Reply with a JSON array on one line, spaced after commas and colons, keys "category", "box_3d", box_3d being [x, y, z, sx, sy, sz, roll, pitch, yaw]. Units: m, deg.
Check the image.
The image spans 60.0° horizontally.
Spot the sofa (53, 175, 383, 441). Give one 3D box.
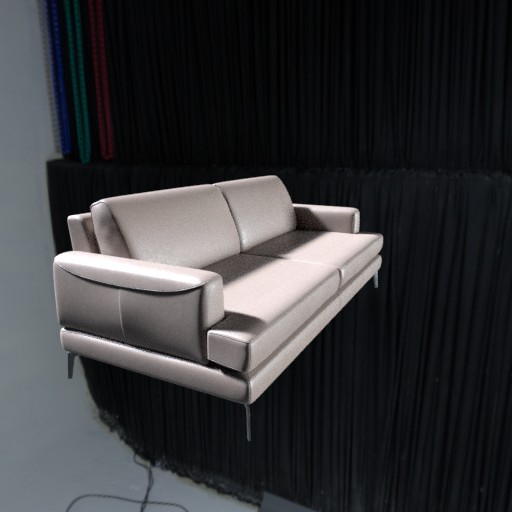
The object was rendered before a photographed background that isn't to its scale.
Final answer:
[{"category": "sofa", "box_3d": [0.000, 0.000, 2.422, 0.974, 0.765, 1.940, 7, 16, 27]}]
